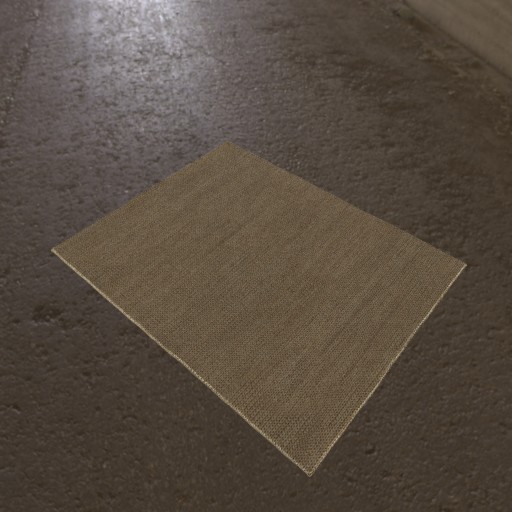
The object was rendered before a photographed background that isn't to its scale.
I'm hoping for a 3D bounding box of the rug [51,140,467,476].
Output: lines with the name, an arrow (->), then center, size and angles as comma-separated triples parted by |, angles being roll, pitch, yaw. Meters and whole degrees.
rug -> 0.000, 0.000, 4.132 | 3.052, 0.030, 2.429 | 33, 56, 26
